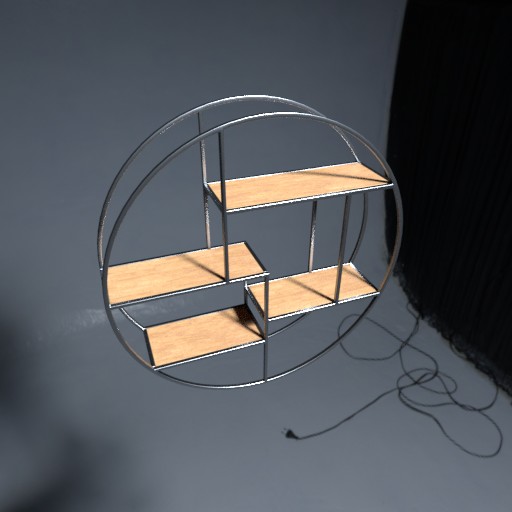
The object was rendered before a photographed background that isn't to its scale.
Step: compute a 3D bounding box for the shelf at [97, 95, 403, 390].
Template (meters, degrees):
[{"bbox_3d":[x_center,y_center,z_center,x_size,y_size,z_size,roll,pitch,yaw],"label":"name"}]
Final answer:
[{"bbox_3d":[0.000,0.000,1.330,0.888,0.888,0.202,-11,34,-17],"label":"shelf"}]
